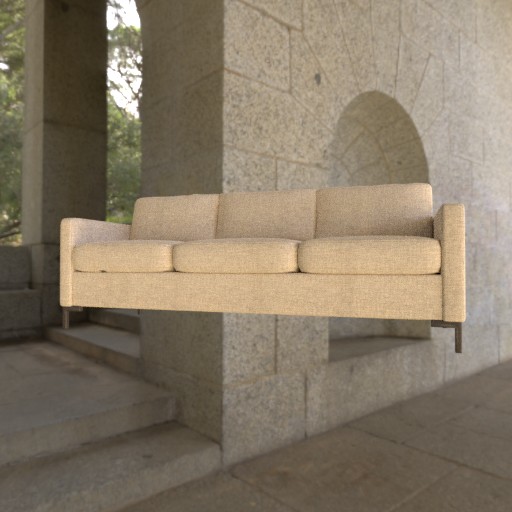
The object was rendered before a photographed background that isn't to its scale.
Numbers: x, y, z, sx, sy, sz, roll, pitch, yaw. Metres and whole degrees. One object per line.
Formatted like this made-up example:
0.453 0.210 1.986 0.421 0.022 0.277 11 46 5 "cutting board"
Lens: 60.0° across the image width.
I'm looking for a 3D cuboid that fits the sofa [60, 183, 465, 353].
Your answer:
0.000 0.000 2.678 2.218 0.874 0.859 0 -1 19 "sofa"
